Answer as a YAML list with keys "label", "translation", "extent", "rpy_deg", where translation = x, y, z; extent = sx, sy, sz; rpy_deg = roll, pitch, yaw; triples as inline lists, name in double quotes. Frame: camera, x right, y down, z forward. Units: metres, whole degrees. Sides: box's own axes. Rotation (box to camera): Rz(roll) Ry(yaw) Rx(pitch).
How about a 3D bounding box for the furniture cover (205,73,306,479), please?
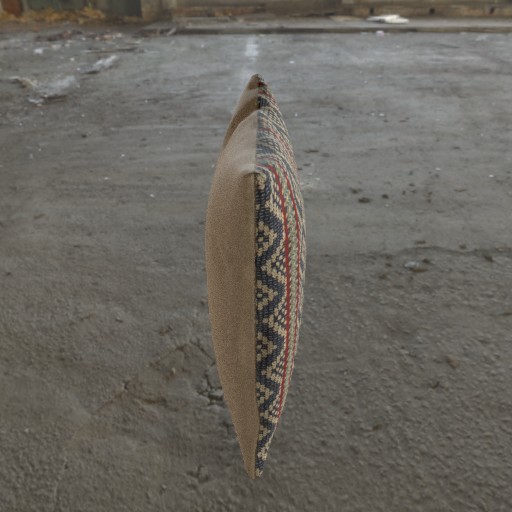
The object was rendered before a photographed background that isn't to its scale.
- label: "furniture cover"
  translation: [0.000, 0.000, 0.653]
  extent: [0.139, 0.431, 0.431]
  rpy_deg: [0, 33, 0]
